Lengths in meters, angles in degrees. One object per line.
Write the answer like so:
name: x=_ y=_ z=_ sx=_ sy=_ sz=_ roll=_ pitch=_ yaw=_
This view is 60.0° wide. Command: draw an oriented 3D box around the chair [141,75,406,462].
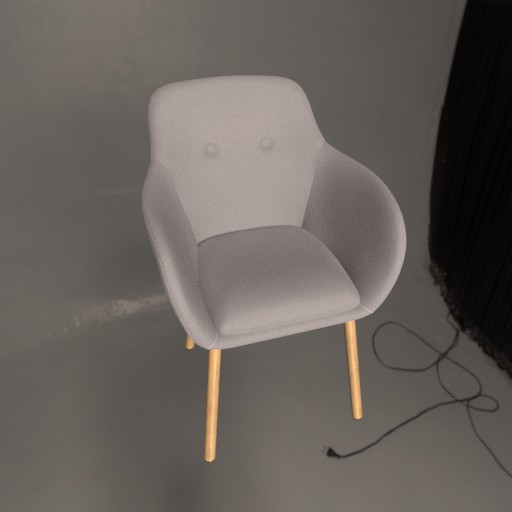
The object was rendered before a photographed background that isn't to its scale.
chair: x=0.000 y=0.000 z=1.215 sx=0.570 sy=0.830 sz=0.590 roll=-10 pitch=34 yaw=-15
